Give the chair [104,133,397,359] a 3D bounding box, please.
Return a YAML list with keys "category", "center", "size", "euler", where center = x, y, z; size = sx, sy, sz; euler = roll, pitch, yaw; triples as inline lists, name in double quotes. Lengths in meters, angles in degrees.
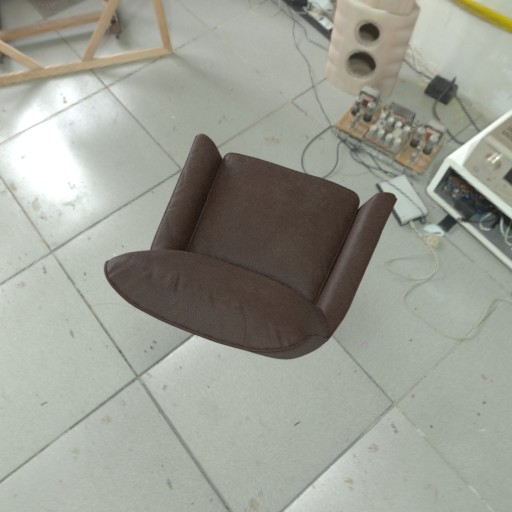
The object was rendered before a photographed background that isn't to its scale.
- category: "chair"
  center: [0.000, 0.000, 1.524]
  size: [0.787, 0.888, 0.824]
  euler: [20, 66, 9]
